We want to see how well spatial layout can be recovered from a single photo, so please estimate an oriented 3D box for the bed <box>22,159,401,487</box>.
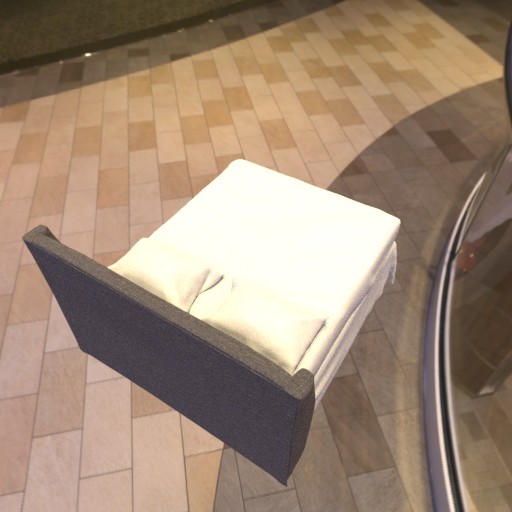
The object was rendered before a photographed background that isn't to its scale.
[{"bbox_3d":[0.000,0.000,3.406,1.925,1.332,2.276,25,52,21],"label":"bed"}]
